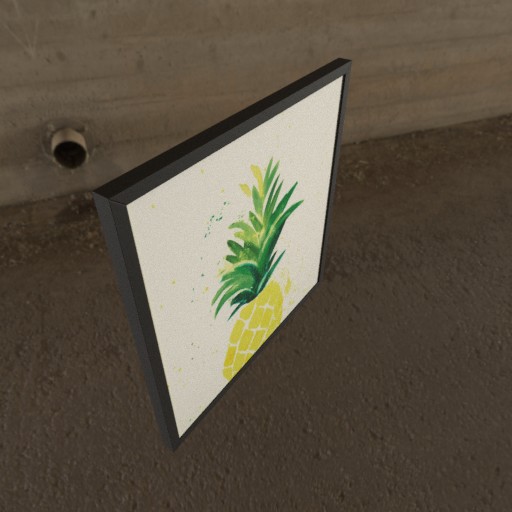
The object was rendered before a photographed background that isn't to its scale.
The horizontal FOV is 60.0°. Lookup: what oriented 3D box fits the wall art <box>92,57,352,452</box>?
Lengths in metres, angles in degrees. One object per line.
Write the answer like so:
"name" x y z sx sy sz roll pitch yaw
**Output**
"wall art" 0.000 0.000 1.114 0.037 0.760 0.762 25 47 26
